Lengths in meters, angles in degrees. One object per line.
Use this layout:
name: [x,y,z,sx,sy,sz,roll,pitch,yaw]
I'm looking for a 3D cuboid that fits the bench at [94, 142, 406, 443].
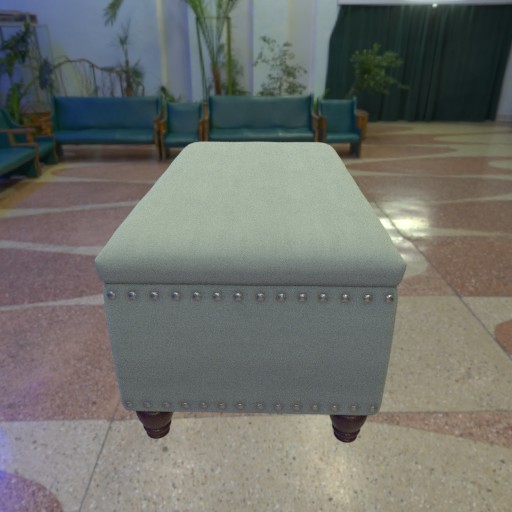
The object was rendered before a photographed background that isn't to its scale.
bench: [0.000,0.000,1.181,0.500,0.449,0.887,1,25,1]
